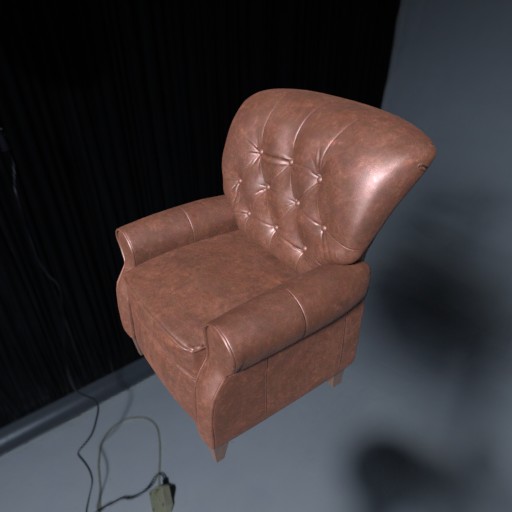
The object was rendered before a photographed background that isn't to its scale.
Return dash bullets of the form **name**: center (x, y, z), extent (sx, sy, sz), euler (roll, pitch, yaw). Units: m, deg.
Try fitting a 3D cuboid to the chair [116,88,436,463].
- **chair**: center (0.000, 0.000, 1.854), extent (1.031, 1.162, 0.979), euler (-22, 38, -30)
